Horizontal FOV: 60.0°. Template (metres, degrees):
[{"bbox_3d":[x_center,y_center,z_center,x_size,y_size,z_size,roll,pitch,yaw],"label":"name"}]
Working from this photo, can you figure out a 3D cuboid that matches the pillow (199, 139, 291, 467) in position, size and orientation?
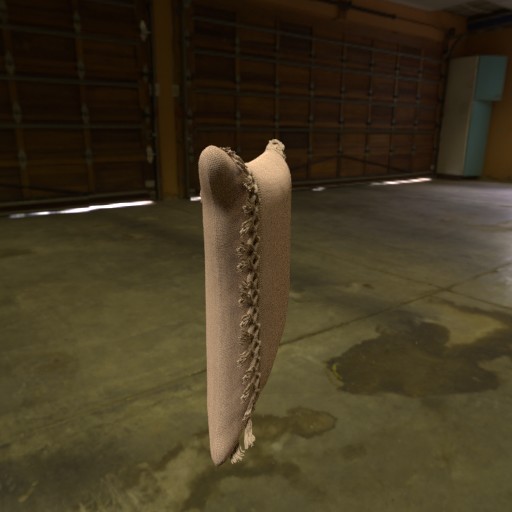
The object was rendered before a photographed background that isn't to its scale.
[{"bbox_3d":[0.000,0.000,0.603,0.084,0.305,0.466,2,15,9],"label":"pillow"}]
